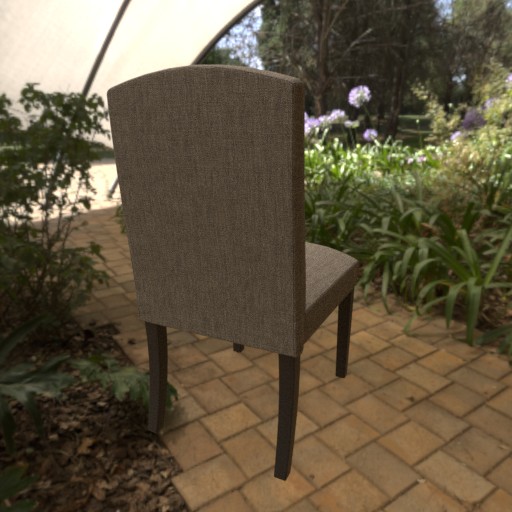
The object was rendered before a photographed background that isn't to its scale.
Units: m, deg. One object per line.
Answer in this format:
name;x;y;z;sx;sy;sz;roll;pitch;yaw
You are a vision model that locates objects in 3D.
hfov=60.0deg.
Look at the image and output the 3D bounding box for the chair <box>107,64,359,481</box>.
chair;0.000;0.000;1.222;0.451;0.917;0.580;8;18;25
